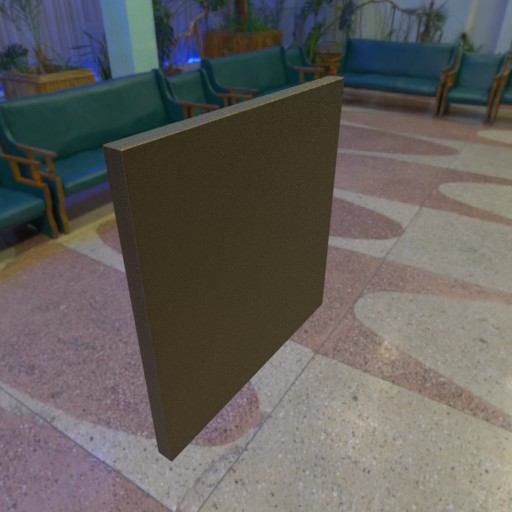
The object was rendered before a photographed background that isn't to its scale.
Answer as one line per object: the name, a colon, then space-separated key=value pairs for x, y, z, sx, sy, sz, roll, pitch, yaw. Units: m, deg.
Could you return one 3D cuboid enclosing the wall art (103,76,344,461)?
wall art: x=0.000 y=0.000 z=0.754 sx=0.031 sy=0.506 sz=0.503 roll=20 pitch=37 yaw=30
